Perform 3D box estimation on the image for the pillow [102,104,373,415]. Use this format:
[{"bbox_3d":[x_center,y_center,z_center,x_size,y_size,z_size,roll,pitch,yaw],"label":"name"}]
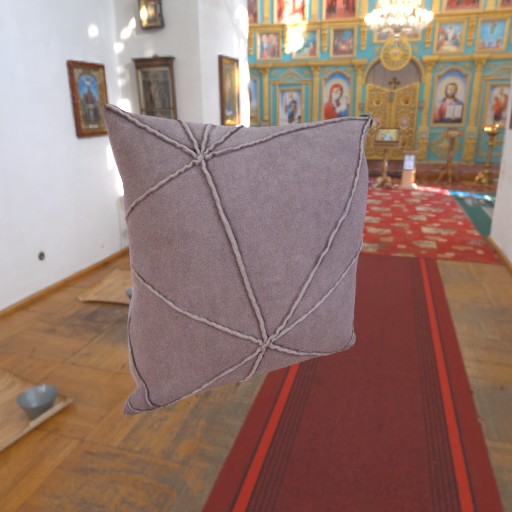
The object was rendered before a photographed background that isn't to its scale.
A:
[{"bbox_3d":[0.000,0.000,0.688,0.439,0.440,0.185,-9,19,-27],"label":"pillow"}]
